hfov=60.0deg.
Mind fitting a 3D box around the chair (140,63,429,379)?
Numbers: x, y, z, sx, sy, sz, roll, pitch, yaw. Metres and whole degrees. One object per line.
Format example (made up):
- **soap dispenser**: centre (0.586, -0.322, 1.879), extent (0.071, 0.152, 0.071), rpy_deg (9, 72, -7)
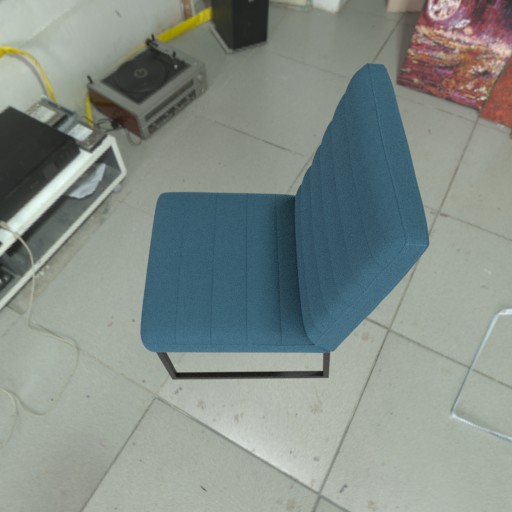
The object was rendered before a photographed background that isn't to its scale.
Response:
- **chair**: centre (0.000, 0.000, 1.291), extent (0.634, 0.930, 0.520), rpy_deg (-1, 59, 0)
